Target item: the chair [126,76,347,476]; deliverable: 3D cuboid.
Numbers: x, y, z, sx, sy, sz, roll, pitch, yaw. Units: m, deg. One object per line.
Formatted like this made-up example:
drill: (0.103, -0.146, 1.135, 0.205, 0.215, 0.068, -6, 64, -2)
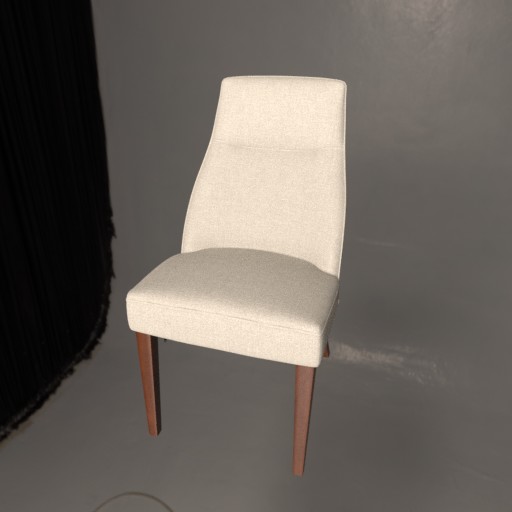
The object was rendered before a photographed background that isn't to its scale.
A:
chair: (0.000, 0.000, 1.279, 0.500, 0.930, 0.620, 8, 27, 16)
